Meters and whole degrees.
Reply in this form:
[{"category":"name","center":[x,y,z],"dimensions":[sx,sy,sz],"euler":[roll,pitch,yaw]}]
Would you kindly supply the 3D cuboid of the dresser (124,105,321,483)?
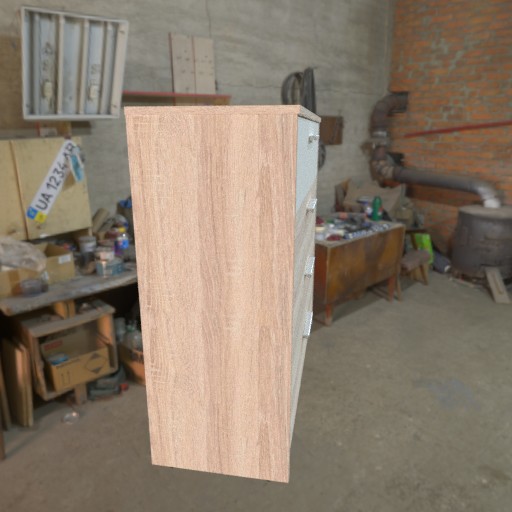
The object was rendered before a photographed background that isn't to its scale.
[{"category":"dresser","center":[0.000,0.000,1.476],"dimensions":[0.380,0.900,0.980],"euler":[3,16,10]}]
